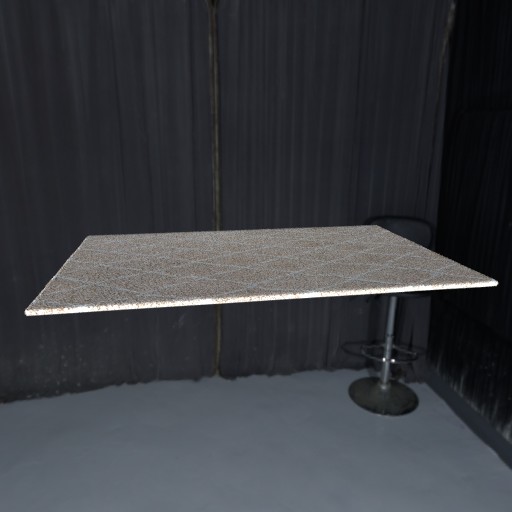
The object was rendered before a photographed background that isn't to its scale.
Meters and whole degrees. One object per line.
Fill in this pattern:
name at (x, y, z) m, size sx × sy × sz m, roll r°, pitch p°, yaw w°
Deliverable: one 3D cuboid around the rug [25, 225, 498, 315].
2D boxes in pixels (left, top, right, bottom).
rug at (0.000, 0.000, 3.352) m, size 2.743 × 0.030 × 1.778 m, roll -3°, pitch 16°, yaw -10°
